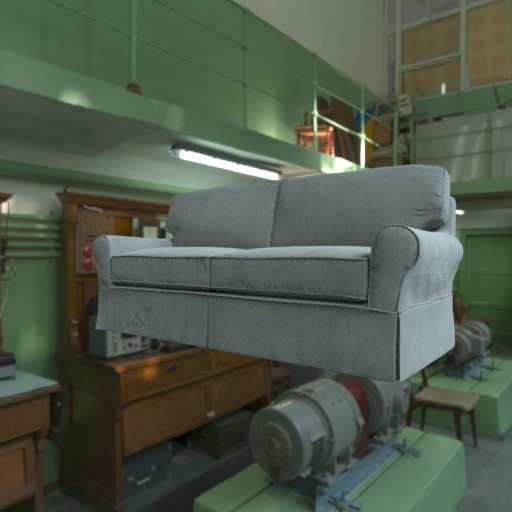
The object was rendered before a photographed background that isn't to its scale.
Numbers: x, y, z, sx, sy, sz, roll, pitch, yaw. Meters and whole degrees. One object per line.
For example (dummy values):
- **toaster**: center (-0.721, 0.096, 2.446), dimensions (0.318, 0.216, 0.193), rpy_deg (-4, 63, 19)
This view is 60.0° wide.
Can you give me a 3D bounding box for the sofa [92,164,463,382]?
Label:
- **sofa**: center (0.000, 0.000, 2.736), dimensions (2.246, 1.014, 0.900), rpy_deg (0, 1, 37)
